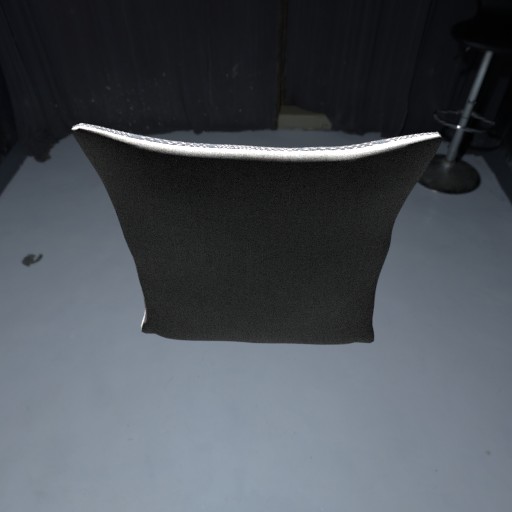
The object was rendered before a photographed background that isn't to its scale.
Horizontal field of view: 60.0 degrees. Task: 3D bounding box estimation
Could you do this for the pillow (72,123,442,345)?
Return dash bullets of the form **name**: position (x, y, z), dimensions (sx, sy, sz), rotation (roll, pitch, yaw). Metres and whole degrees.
- **pillow**: position (0.000, 0.000, 0.673), dimensions (0.435, 0.432, 0.138), rotation (2, 46, 2)
